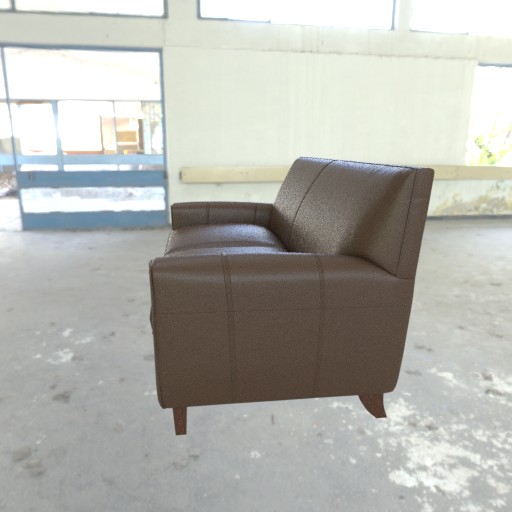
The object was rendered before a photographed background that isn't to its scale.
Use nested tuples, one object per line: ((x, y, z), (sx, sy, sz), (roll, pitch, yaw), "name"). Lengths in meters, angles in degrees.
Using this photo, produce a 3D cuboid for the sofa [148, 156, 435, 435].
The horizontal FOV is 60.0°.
((0.000, 0.000, 2.027), (0.853, 0.859, 1.468), (-2, 14, -8), "sofa")
